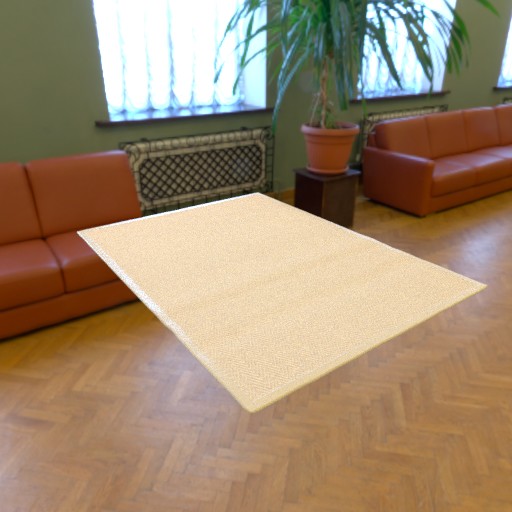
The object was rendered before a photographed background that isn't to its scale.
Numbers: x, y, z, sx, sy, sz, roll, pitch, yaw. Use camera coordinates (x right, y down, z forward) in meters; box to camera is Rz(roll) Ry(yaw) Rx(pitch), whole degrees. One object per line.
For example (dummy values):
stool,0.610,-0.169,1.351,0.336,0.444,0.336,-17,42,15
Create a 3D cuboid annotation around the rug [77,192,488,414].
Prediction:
rug,0.000,0.000,4.767,2.734,0.037,3.659,-17,30,-32
